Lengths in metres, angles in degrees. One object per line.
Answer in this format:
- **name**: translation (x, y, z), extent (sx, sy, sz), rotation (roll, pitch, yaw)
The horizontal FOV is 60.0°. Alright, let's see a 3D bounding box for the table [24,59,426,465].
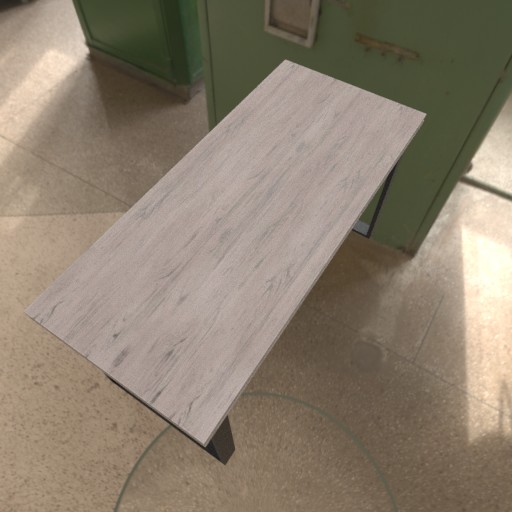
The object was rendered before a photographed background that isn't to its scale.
- **table**: translation (0.000, 0.000, 2.226), extent (0.795, 0.899, 1.778), rotation (29, 62, 17)
